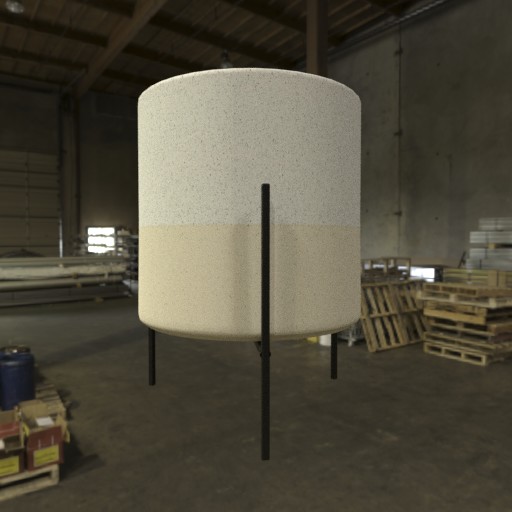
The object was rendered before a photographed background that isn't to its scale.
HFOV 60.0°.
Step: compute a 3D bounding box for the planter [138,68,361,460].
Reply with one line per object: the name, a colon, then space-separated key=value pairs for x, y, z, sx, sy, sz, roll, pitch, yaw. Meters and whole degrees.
planter: x=0.000 y=0.000 z=0.648 sx=0.335 sy=0.423 sz=0.313 roll=-1 pitch=2 yaw=-37
